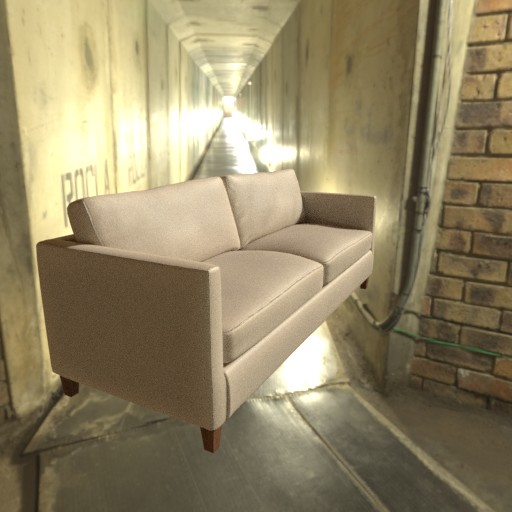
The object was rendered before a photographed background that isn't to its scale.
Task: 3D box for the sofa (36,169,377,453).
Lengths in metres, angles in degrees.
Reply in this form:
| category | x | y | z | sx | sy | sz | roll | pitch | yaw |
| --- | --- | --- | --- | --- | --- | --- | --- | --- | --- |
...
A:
| category | x | y | z | sx | sy | sz | roll | pitch | yaw |
| --- | --- | --- | --- | --- | --- | --- | --- | --- | --- |
| sofa | 0.000 | 0.000 | 2.767 | 0.951 | 0.968 | 2.361 | 8 | 17 | 28 |
